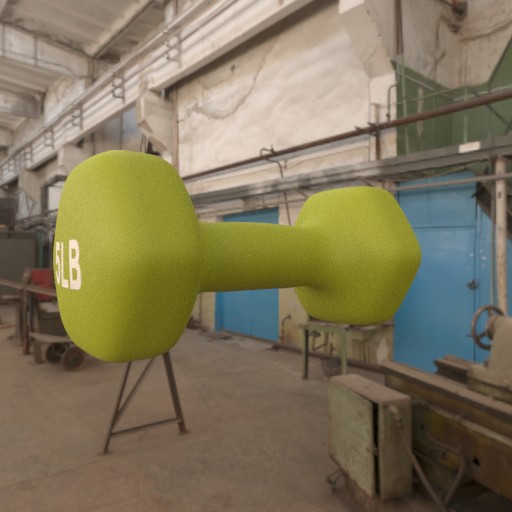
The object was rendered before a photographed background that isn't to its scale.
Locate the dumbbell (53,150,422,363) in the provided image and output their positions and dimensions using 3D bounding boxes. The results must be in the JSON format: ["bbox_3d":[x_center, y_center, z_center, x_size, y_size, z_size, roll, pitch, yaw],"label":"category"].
[{"bbox_3d":[0.000,0.000,0.201,0.164,0.072,0.080,0,0,-37],"label":"dumbbell"}]
